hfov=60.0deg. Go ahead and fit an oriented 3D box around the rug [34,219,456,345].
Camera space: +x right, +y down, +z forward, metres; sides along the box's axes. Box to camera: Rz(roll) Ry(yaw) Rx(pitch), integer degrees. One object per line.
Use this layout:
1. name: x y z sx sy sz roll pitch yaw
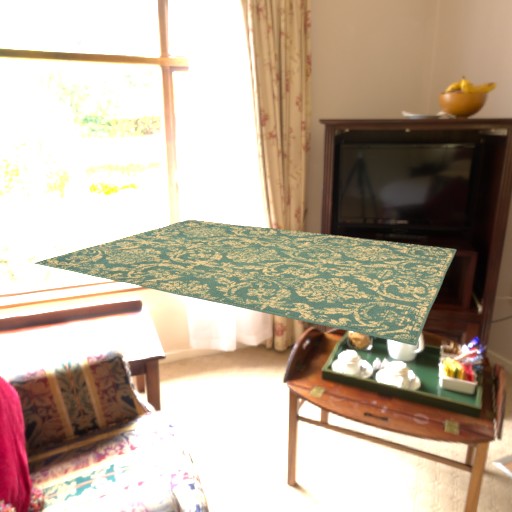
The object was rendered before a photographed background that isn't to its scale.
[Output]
1. rug: 0.000 0.000 2.813 2.205 0.012 1.554 8 18 27
